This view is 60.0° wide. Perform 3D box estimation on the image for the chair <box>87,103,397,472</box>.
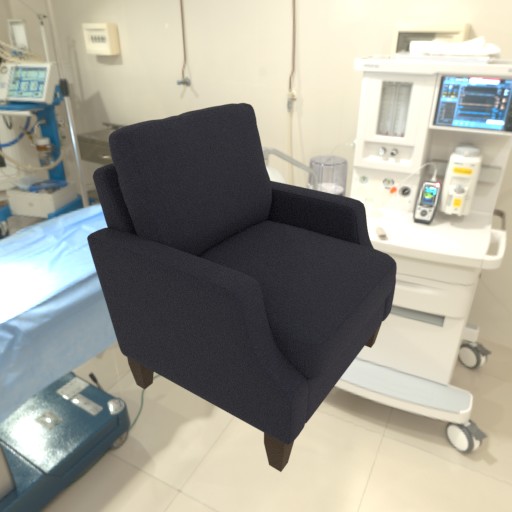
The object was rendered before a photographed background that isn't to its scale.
[{"bbox_3d":[0.000,0.000,1.652,0.897,0.991,0.855,18,33,31],"label":"chair"}]
